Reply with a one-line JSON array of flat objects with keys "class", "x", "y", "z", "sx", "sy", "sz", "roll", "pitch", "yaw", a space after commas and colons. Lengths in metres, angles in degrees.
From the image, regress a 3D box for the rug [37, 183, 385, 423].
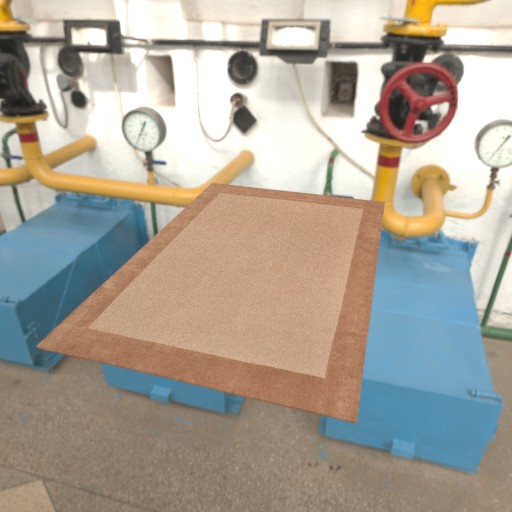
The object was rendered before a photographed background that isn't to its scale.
[{"class": "rug", "x": 0.000, "y": 0.000, "z": 2.310, "sx": 1.219, "sy": 0.014, "sz": 1.829, "roll": 9, "pitch": 31, "yaw": 14}]
